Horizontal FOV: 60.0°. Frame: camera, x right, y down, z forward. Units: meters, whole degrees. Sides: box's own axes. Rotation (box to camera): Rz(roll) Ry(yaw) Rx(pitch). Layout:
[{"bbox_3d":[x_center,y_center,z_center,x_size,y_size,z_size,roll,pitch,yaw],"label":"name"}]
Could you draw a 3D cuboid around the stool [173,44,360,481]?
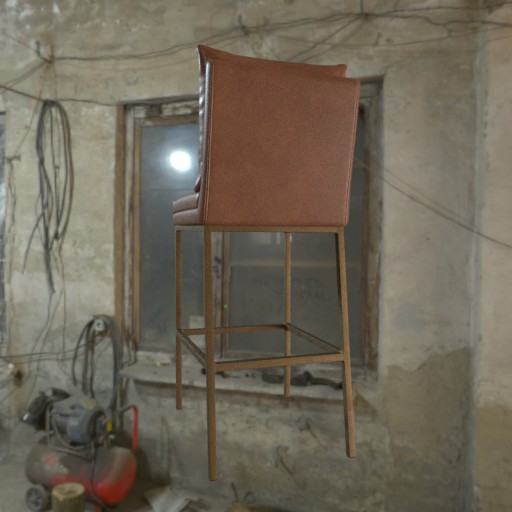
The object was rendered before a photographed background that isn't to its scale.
[{"bbox_3d":[0.000,0.000,1.425,0.463,1.124,0.571,0,1,-18],"label":"stool"}]
